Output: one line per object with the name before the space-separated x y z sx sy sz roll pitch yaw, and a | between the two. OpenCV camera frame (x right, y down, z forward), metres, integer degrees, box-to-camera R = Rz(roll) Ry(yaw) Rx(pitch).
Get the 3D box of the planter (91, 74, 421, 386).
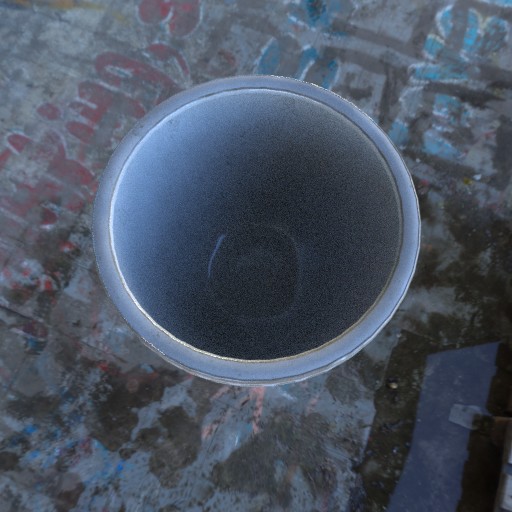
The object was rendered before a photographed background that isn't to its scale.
planter | 0.000 0.000 0.304 0.173 0.160 0.173 0 73 0
